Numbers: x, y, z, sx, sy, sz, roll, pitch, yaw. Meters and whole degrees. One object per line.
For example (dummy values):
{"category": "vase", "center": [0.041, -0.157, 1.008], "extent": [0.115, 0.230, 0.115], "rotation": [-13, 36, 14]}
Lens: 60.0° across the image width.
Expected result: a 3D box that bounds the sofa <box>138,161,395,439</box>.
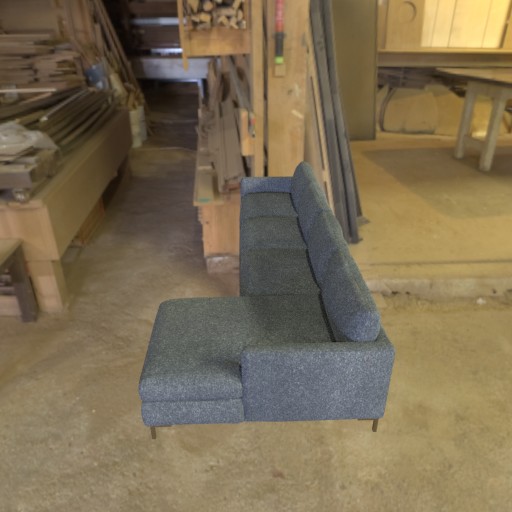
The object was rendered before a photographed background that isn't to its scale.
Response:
{"category": "sofa", "center": [0.000, 0.000, 3.595], "extent": [1.350, 0.810, 2.932], "rotation": [-1, 28, -2]}
